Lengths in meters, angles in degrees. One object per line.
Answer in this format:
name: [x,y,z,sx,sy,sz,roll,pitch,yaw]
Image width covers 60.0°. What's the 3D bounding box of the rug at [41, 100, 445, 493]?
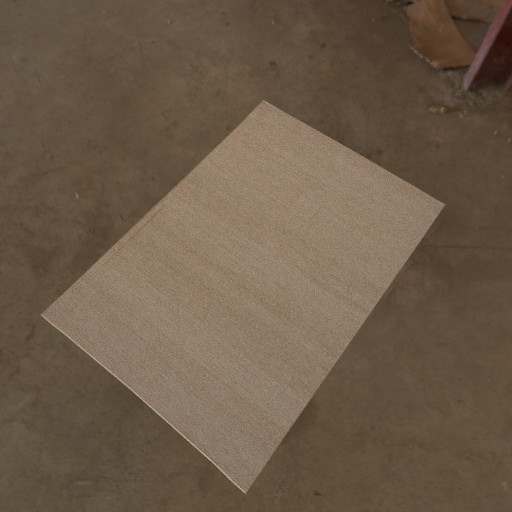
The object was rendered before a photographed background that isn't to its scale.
rug: [0.000,0.000,3.684,2.032,0.038,2.869,35,69,16]
